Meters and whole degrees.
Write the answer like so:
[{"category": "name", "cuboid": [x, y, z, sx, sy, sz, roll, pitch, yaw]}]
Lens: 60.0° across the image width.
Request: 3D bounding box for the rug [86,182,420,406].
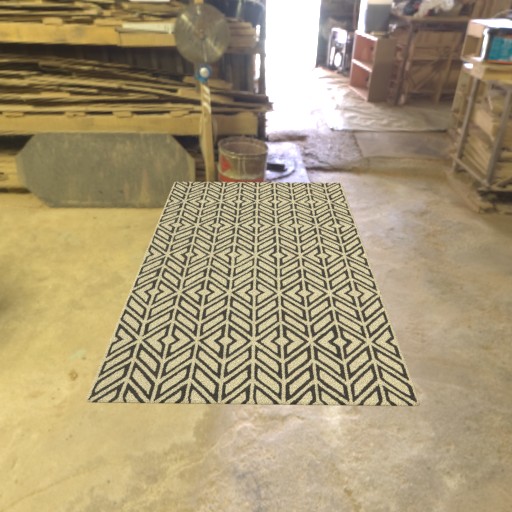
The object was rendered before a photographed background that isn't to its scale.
[{"category": "rug", "cuboid": [0.000, 0.000, 3.024, 1.523, 0.008, 2.438, 0, 33, 1]}]
